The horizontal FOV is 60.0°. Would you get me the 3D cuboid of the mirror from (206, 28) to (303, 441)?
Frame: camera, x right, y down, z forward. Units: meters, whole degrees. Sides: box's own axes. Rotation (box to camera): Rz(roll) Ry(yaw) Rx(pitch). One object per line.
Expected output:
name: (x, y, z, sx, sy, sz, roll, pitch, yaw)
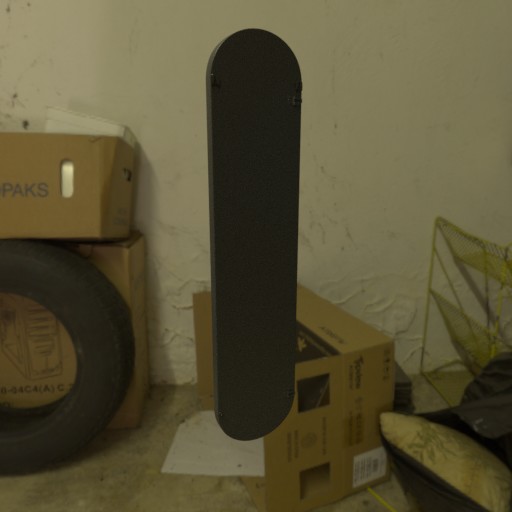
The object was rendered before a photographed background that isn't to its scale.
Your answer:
mirror: (0.000, 0.000, 1.062, 0.222, 0.991, 0.032, -7, 16, -26)
